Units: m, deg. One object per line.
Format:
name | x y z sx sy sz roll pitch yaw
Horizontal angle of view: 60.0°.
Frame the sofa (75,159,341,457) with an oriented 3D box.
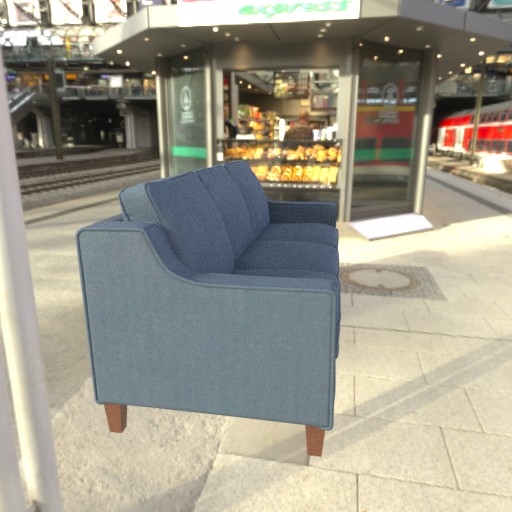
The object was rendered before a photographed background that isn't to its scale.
sofa | 0.000 0.000 2.459 0.911 0.974 1.986 3 15 10
